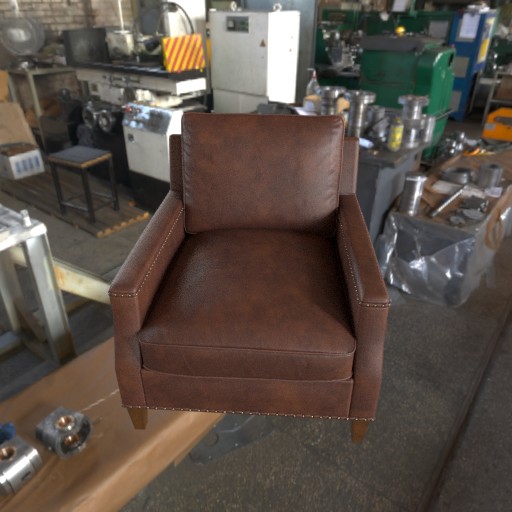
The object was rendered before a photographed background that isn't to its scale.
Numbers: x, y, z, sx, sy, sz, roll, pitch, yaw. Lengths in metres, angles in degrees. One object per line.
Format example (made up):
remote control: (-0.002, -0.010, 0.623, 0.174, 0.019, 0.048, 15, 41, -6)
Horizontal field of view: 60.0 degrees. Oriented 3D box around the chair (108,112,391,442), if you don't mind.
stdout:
chair: (0.000, 0.000, 1.719, 0.853, 0.929, 1.014, 2, 30, 3)
